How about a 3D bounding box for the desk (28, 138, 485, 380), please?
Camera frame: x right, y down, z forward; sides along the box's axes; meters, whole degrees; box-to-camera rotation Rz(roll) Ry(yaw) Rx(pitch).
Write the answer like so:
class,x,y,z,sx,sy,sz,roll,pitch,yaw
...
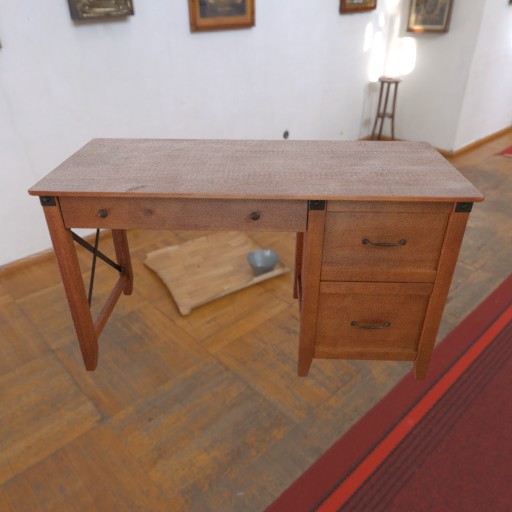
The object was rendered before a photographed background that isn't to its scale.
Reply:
class,x,y,z,sx,sy,sz,roll,pitch,yaw
desk,0.000,0.000,1.736,1.353,0.756,0.574,1,30,2
